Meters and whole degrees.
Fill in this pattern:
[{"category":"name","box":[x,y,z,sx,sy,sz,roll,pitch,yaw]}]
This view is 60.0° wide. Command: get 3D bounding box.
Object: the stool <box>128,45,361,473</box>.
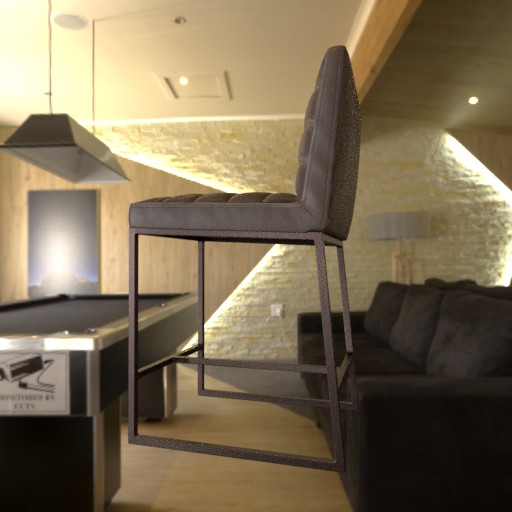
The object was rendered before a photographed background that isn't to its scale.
[{"category":"stool","box":[0.000,0.000,1.250,0.562,0.946,0.463,0,-1,17]}]
